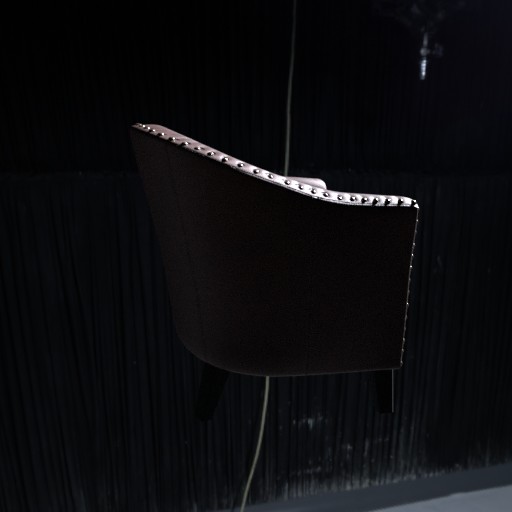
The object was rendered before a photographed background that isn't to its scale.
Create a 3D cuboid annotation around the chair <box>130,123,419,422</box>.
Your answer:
[{"bbox_3d":[0.000,0.000,1.460,0.748,0.823,0.794,-3,14,-10],"label":"chair"}]
